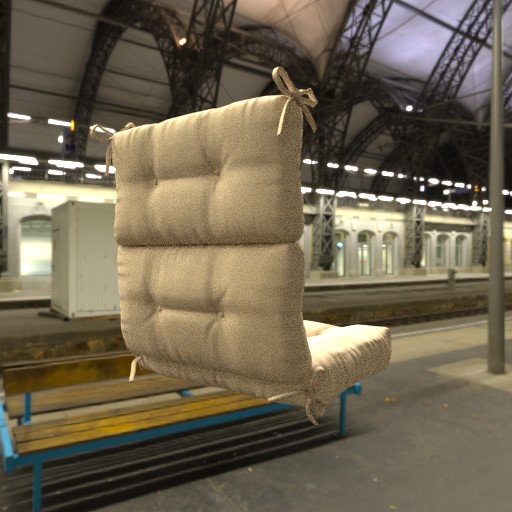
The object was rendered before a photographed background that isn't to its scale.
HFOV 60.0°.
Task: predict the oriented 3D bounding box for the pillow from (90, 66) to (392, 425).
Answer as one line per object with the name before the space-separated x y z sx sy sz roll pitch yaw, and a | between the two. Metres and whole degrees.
pillow | 0.000 0.000 1.051 0.519 0.605 0.571 0 0 35
